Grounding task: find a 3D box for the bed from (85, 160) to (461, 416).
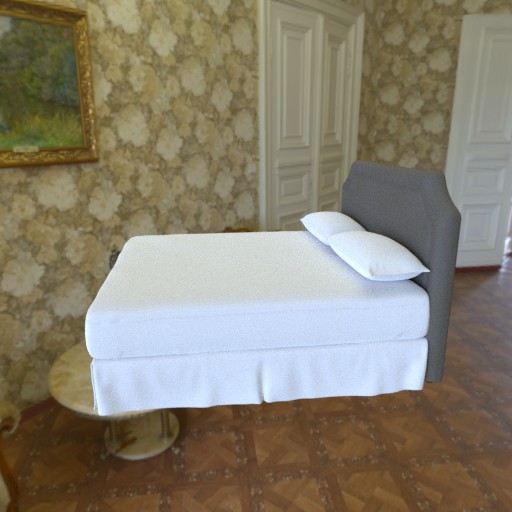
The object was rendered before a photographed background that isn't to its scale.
[{"bbox_3d":[0.000,0.000,3.932,2.536,1.561,2.194,-2,16,-8],"label":"bed"}]
